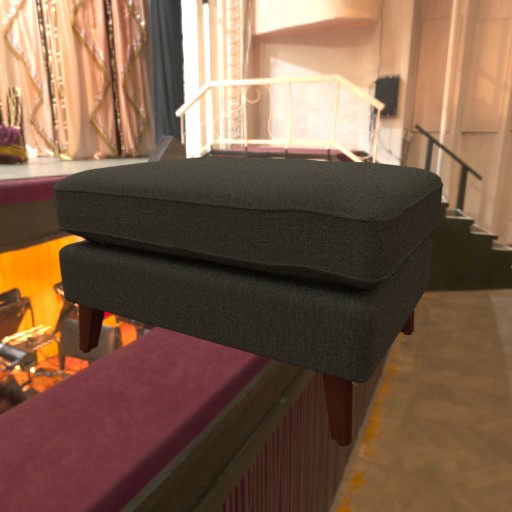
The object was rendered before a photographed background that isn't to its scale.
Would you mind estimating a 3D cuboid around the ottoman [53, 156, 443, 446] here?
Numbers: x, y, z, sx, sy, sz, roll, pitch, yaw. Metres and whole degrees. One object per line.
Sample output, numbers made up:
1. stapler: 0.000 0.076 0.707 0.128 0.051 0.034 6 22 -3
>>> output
1. ottoman: 0.000 0.000 1.198 0.835 0.503 0.629 9 18 29
